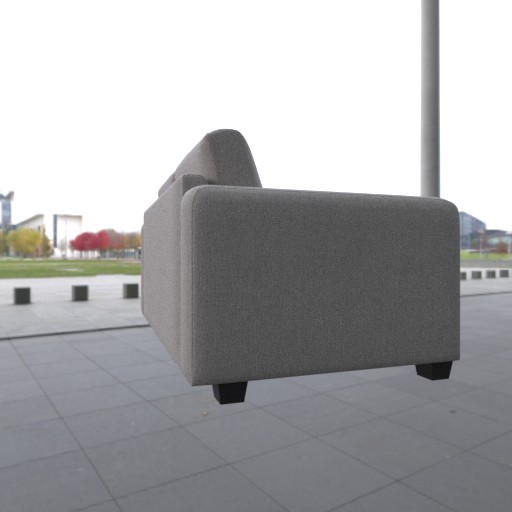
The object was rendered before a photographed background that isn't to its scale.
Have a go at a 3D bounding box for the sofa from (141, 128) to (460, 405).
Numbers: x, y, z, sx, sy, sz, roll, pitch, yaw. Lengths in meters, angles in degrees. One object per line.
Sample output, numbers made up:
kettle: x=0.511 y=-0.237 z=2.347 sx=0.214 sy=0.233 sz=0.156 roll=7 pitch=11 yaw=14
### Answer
sofa: x=0.000 y=0.000 z=2.000 sx=0.900 sy=0.800 sz=1.540 roll=0 pitch=0 yaw=-19
